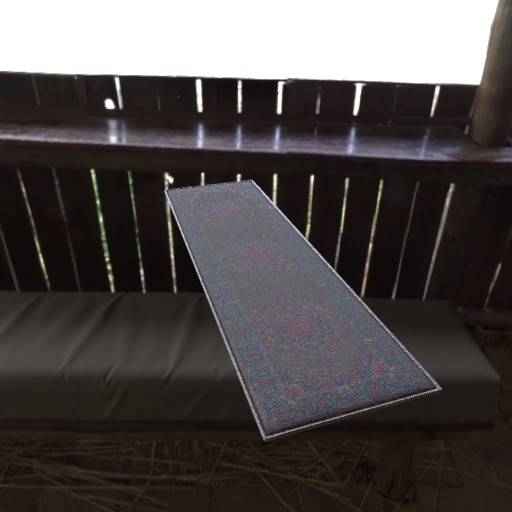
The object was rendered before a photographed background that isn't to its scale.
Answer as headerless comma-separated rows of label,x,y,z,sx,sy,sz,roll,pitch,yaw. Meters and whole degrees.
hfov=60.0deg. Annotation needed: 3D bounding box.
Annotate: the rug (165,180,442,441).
rug,0.000,0.000,1.968,0.553,0.012,1.827,-9,31,-16
